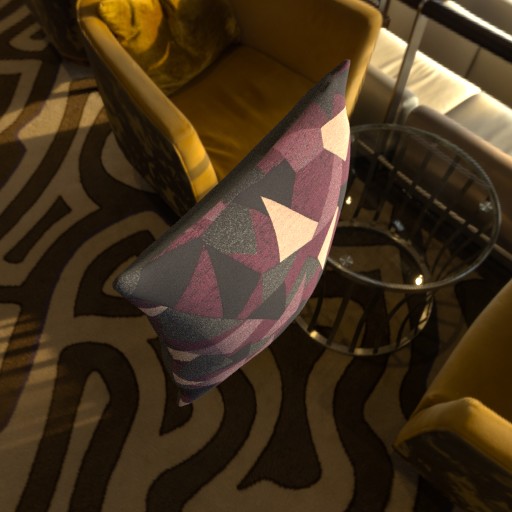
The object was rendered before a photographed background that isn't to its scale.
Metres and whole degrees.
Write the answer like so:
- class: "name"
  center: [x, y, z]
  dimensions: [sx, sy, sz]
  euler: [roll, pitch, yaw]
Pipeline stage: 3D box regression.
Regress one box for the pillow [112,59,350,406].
- class: "pillow"
  center: [0.000, 0.000, 0.771]
  dimensions: [0.208, 0.496, 0.503]
  euler: [32, 64, 18]
